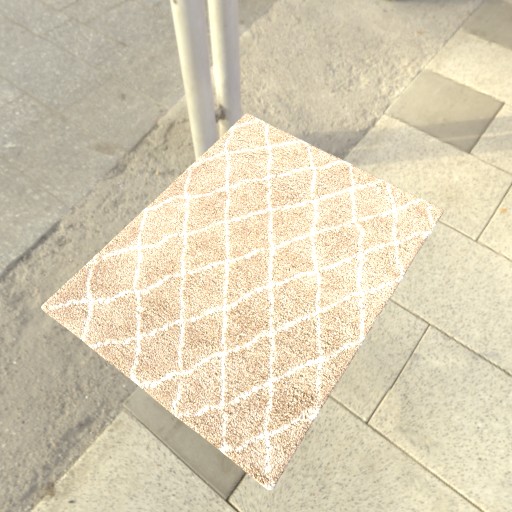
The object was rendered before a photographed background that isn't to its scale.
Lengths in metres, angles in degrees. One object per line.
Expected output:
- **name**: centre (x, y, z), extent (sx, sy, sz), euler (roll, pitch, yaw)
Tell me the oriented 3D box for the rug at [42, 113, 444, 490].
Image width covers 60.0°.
- **rug**: centre (0.000, 0.000, 4.133), extent (2.438, 0.029, 3.047), euler (31, 63, 18)
